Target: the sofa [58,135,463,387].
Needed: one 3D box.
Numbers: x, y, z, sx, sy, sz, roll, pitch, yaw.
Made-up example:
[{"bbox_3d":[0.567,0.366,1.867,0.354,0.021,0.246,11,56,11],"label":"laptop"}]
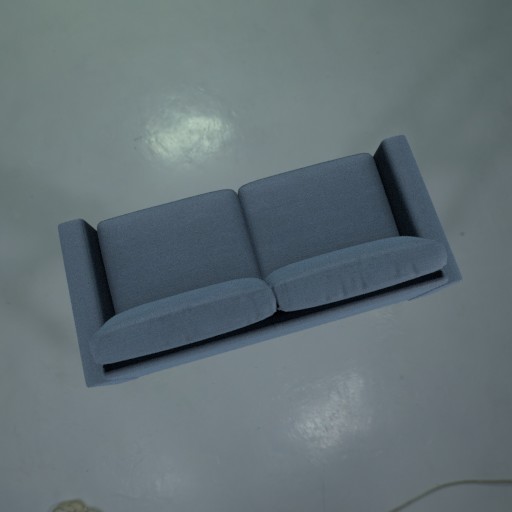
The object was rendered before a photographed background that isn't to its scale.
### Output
[{"bbox_3d":[0.000,0.000,2.390,1.900,0.865,0.877,-15,76,-4],"label":"sofa"}]
